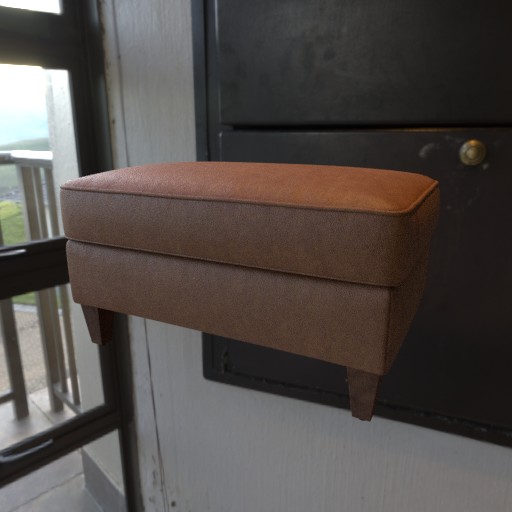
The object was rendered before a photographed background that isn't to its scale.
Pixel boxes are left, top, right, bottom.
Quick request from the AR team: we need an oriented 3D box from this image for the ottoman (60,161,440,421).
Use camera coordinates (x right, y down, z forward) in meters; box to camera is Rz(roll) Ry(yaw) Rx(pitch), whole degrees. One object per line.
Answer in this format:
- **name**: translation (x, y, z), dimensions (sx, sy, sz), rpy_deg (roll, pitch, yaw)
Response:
- **ottoman**: translation (0.000, 0.000, 1.193), dimensions (0.864, 0.483, 0.584), rpy_deg (8, 18, 26)
